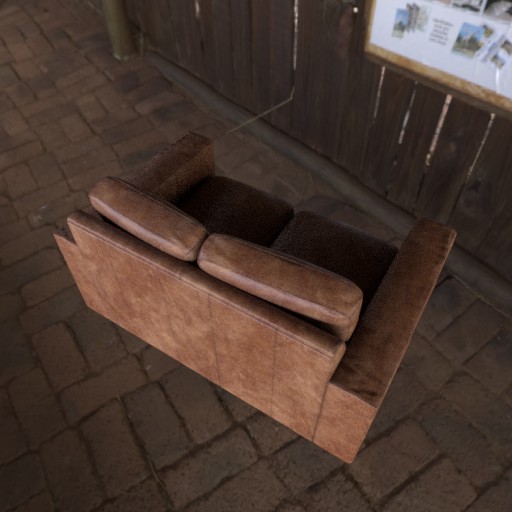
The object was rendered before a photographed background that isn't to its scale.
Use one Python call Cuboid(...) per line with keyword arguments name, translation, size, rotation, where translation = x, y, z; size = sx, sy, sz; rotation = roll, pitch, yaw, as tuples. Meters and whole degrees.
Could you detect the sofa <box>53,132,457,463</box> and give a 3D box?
Cuboid(name="sofa", translation=(0.000, 0.000, 2.210), size=(1.626, 0.889, 1.041), rotation=(25, 52, 21))
